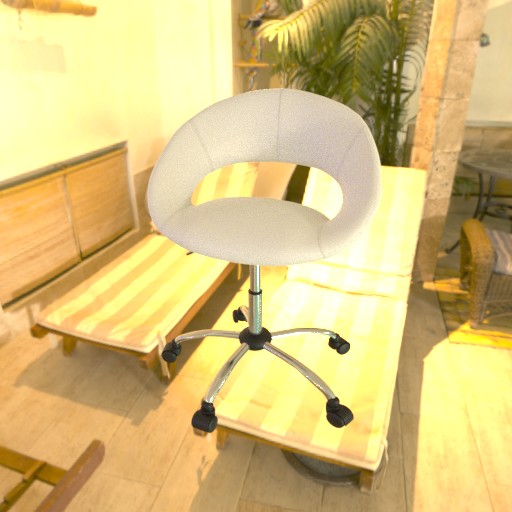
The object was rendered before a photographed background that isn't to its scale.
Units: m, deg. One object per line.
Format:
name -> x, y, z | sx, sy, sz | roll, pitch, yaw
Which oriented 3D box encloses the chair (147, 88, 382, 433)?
chair -> 0.000, 0.000, 1.171 | 0.612, 0.791, 0.538 | 9, 28, 17
